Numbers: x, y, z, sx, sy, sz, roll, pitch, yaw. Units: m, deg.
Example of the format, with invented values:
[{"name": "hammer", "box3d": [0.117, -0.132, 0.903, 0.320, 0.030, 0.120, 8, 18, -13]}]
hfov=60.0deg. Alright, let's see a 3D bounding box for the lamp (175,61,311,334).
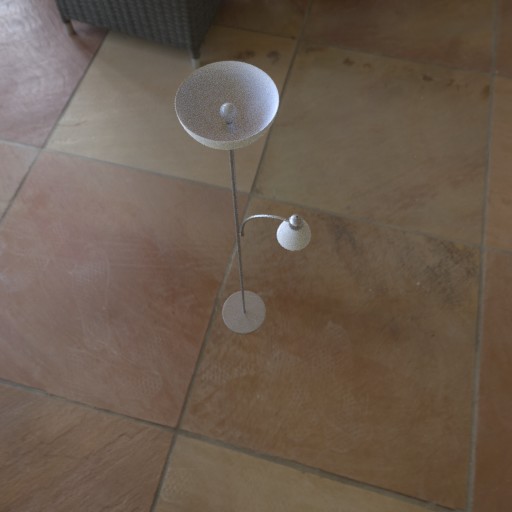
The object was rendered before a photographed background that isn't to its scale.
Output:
[{"name": "lamp", "box3d": [0.000, 0.000, 1.938, 0.425, 1.804, 0.279, 16, 66, 7]}]
